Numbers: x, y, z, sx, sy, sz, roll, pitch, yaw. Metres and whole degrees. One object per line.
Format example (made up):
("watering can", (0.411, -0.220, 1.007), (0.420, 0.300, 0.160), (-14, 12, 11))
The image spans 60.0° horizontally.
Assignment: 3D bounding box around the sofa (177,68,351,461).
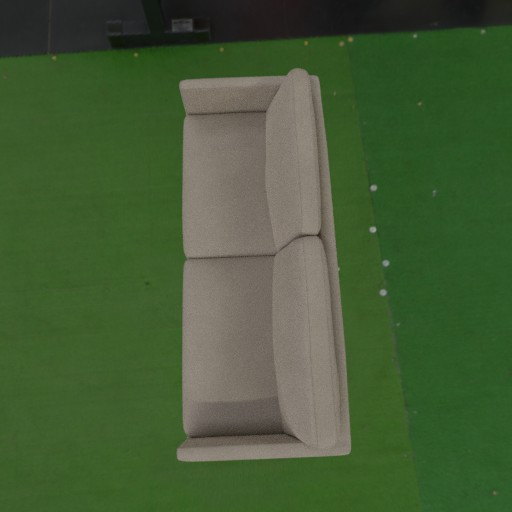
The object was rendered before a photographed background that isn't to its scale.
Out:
("sofa", (0.000, 0.000, 2.922), (0.988, 0.912, 2.404), (-2, 75, -1))
